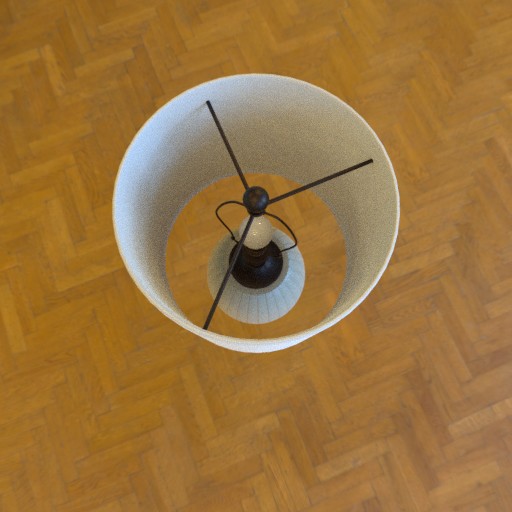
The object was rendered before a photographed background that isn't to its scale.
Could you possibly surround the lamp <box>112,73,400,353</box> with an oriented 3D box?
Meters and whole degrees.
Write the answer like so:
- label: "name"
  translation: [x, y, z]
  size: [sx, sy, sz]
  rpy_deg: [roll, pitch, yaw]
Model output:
- label: "lamp"
  translation: [0.000, 0.000, 0.769]
  size: [0.329, 0.570, 0.329]
  rpy_deg: [21, 77, 5]
